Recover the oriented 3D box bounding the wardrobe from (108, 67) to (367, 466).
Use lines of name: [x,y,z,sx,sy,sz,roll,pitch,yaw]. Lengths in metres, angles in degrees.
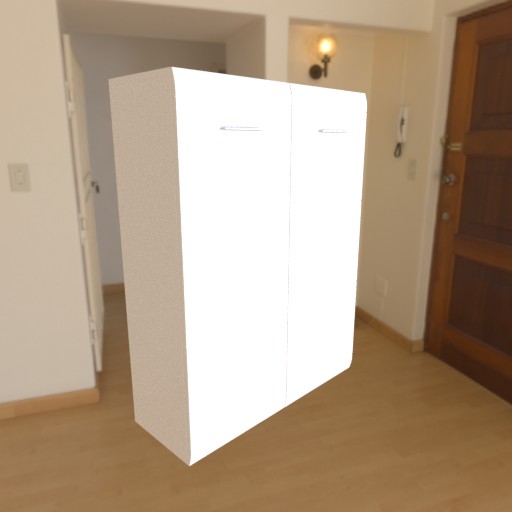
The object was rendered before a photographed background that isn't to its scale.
wardrobe: [0.000,0.000,1.672,0.900,1.200,0.360,-14,20,-43]
